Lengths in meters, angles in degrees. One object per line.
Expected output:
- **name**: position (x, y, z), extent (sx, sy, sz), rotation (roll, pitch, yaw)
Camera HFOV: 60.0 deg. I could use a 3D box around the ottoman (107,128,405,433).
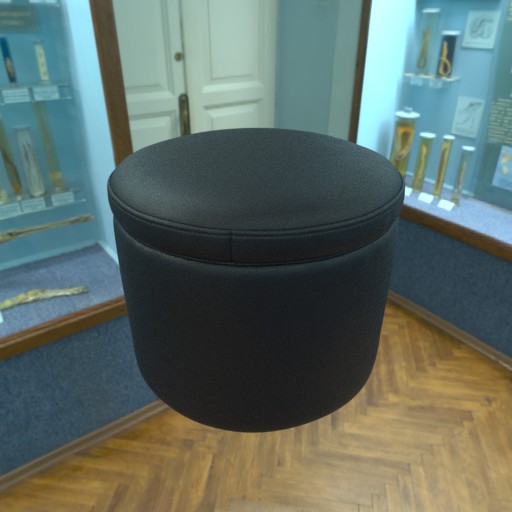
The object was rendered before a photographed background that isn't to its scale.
- **ottoman**: position (0.000, 0.000, 0.852), extent (0.501, 0.409, 0.501), rotation (0, 29, 0)
